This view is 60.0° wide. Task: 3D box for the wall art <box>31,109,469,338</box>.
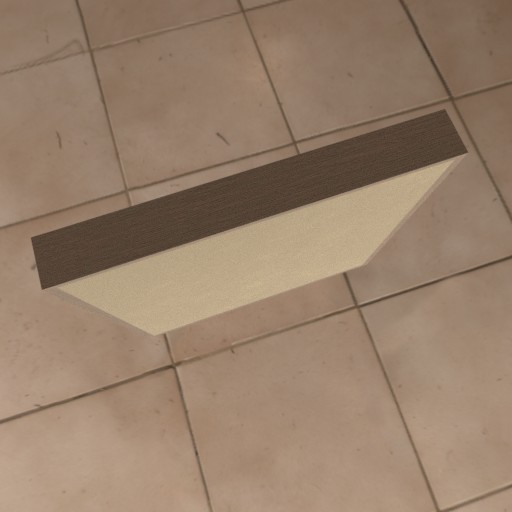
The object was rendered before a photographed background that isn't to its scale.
[{"bbox_3d":[0.000,0.000,0.450,0.304,0.303,0.038,-18,75,-5],"label":"wall art"}]
